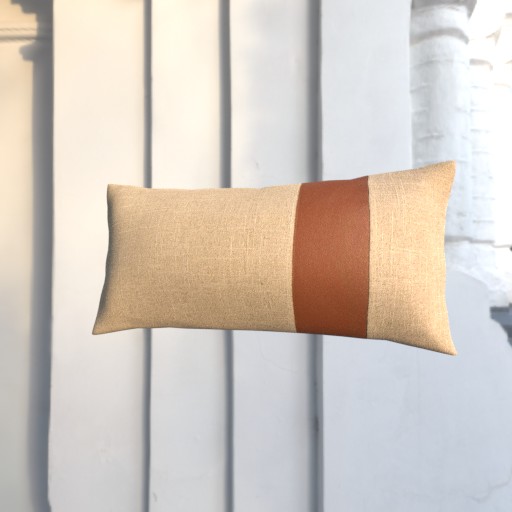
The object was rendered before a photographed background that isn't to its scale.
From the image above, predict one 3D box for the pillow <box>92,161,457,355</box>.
[{"bbox_3d":[0.000,0.000,0.731,0.612,0.282,0.155,0,-1,18],"label":"pillow"}]
